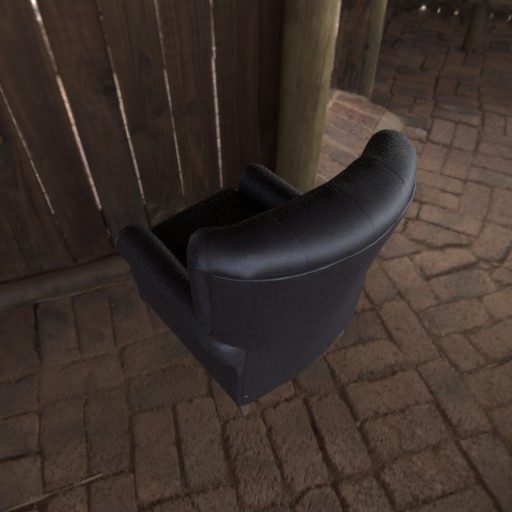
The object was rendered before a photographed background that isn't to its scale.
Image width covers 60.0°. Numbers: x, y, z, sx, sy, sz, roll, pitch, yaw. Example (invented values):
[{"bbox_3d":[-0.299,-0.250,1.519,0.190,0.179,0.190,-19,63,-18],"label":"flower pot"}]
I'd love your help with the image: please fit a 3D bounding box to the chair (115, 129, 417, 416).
[{"bbox_3d":[0.000,0.000,1.905,0.948,1.158,1.058,-32,53,-27],"label":"chair"}]
